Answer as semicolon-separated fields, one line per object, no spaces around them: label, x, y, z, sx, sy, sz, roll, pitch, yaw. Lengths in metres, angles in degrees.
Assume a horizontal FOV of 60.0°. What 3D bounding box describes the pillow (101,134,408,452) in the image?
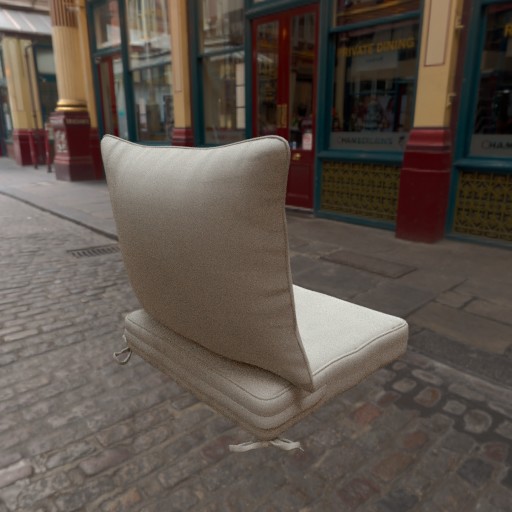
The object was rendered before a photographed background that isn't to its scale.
pillow;0.000;0.000;1.355;0.733;0.716;0.798;-14;21;-41
